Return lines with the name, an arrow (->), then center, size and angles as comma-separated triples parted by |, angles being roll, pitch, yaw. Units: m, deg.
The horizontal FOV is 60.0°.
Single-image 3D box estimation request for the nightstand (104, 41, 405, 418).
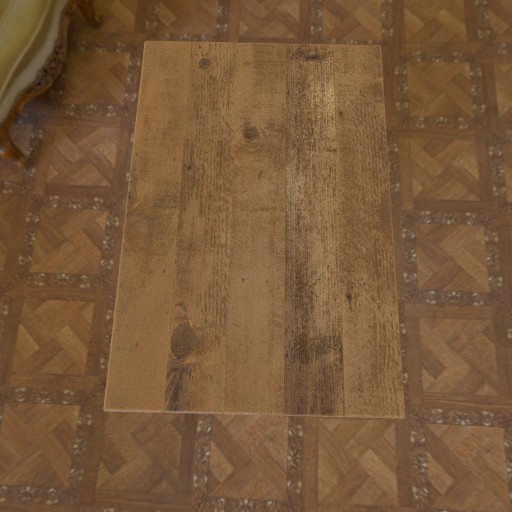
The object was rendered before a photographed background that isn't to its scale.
nightstand -> 0.000, 0.000, 1.018 | 0.450, 0.599, 0.650 | 1, 74, 0
